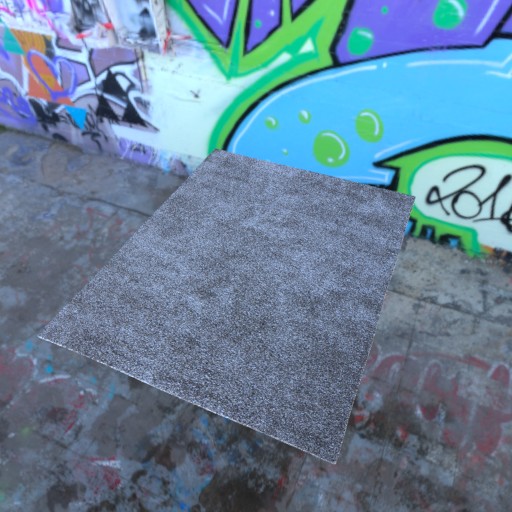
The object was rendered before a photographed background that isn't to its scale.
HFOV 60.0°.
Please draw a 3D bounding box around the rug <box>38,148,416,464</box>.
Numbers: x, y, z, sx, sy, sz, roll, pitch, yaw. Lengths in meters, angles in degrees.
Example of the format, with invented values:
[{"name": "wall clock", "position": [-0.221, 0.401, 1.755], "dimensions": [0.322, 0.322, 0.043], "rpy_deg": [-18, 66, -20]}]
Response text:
[{"name": "rug", "position": [0.000, 0.000, 4.084], "dimensions": [2.401, 0.025, 3.000], "rpy_deg": [17, 47, 17]}]
